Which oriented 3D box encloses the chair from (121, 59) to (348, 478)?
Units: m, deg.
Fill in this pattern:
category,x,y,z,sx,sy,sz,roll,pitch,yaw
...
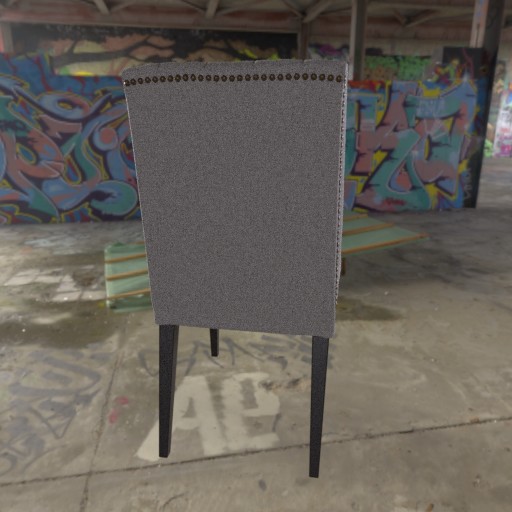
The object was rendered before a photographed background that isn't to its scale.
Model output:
category,x,y,z,sx,sy,sz,roll,pitch,yaw
chair,0.000,0.000,1.338,0.511,1.016,0.647,3,17,10
